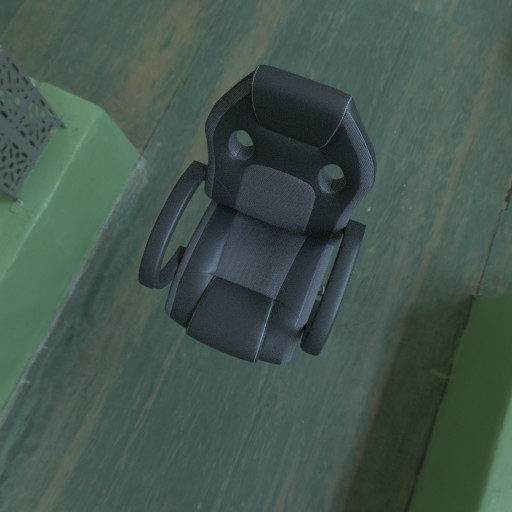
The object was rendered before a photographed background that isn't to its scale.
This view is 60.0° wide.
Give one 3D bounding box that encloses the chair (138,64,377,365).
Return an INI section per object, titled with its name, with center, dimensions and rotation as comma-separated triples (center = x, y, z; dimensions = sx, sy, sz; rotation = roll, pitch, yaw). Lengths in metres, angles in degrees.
[chair]
center = 0.000, 0.000, 1.617
dimensions = 0.673, 1.187, 0.724
rotation = 22, 77, 5
